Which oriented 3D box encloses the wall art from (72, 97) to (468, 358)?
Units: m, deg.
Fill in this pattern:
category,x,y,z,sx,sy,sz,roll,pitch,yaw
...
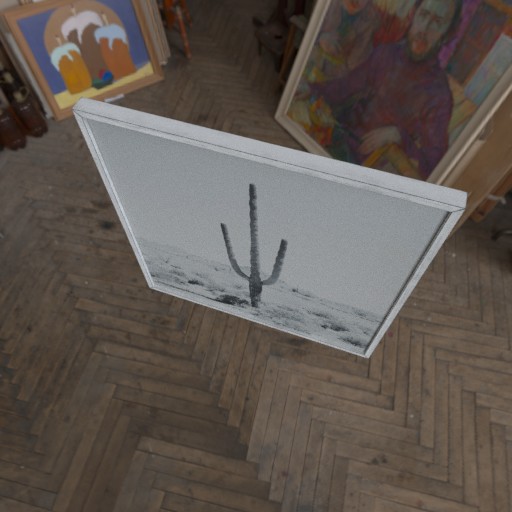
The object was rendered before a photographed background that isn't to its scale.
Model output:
category,x,y,z,sx,sy,sz,roll,pitch,yaw
wall art,0.000,0.000,1.146,0.762,0.762,0.038,16,60,10
